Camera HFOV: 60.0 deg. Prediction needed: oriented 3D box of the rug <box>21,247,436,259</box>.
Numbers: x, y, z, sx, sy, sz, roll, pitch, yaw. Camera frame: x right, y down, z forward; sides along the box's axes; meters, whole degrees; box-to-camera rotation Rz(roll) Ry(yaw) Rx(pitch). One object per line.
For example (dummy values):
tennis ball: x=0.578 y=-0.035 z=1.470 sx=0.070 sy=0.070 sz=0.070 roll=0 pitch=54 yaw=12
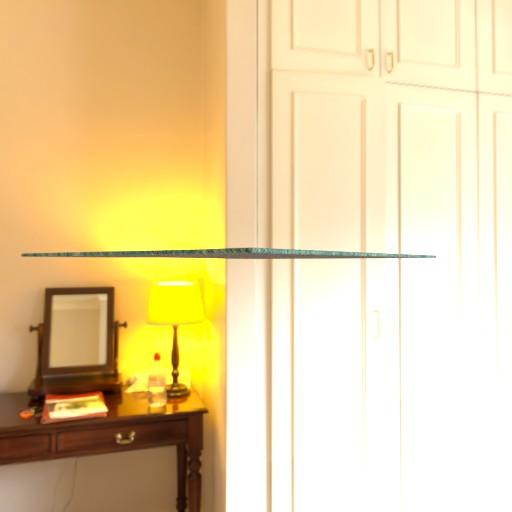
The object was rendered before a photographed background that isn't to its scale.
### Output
rug: x=0.000 y=0.000 z=4.190 sx=2.405 sy=0.027 sz=3.217 roll=-1 pitch=-1 yaw=37
